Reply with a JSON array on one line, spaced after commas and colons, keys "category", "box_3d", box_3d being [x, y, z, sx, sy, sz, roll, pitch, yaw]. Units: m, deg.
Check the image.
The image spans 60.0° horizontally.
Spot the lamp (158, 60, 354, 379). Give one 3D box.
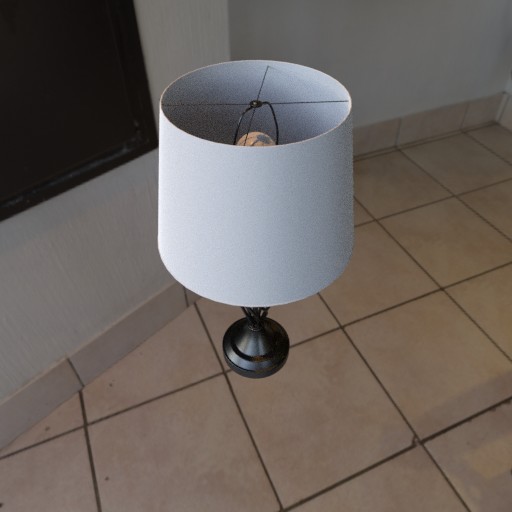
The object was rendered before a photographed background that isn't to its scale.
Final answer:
[{"category": "lamp", "box_3d": [0.000, 0.000, 0.797, 0.331, 0.594, 0.331, 0, 45, 0]}]
